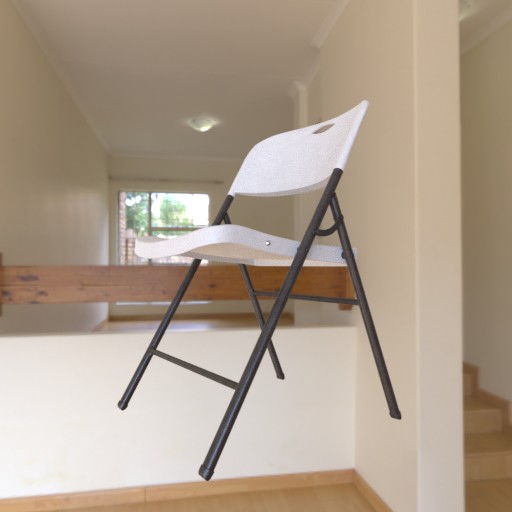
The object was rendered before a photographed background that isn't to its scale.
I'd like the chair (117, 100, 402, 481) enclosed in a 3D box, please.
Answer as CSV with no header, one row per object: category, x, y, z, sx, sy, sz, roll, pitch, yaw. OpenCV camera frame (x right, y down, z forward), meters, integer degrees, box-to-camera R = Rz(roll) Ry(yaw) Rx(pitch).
chair,0.000,0.000,1.148,0.566,0.810,0.494,1,-1,-35
